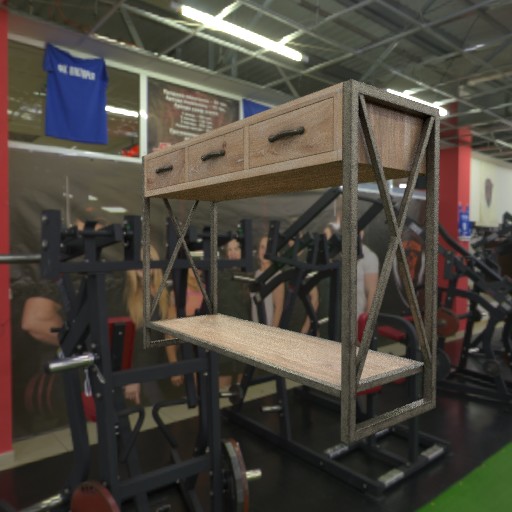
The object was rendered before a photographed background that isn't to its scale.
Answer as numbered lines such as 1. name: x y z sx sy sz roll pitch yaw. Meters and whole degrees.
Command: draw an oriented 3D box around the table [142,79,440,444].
1. table: 0.000 0.000 1.439 0.361 0.763 1.059 -2 2 -38
